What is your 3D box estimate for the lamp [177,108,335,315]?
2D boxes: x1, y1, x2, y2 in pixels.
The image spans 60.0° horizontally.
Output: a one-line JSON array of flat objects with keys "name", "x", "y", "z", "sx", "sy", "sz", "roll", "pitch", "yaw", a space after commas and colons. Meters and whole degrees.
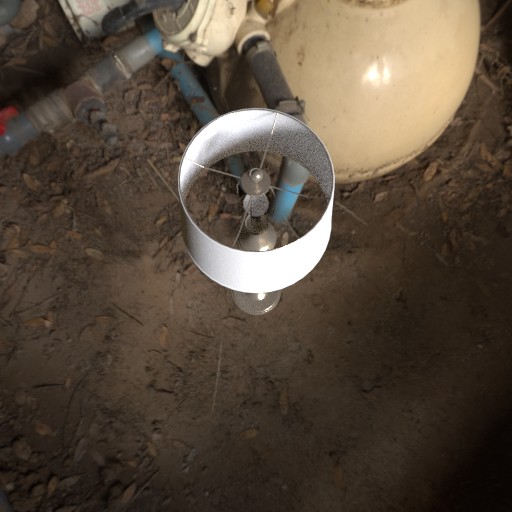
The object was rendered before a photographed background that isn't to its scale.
[{"name": "lamp", "x": 0.000, "y": 0.000, "z": 1.691, "sx": 0.431, "sy": 1.488, "sz": 0.431, "roll": 0, "pitch": 76, "yaw": 0}]
